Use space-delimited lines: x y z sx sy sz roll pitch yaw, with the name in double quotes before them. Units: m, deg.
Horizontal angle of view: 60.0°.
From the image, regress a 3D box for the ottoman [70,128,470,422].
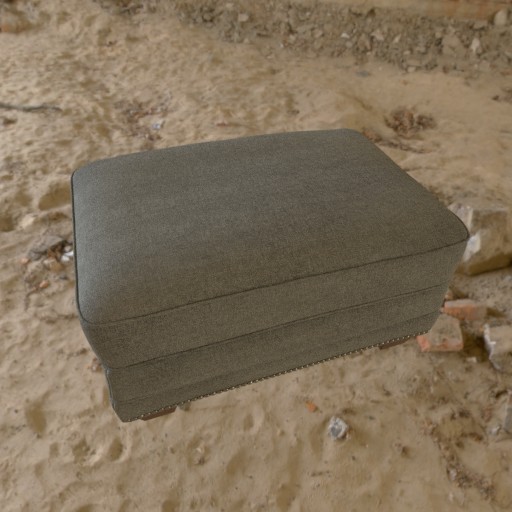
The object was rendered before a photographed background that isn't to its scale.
"ottoman" 0.000 0.000 1.128 0.813 0.457 0.561 -13 44 -14
